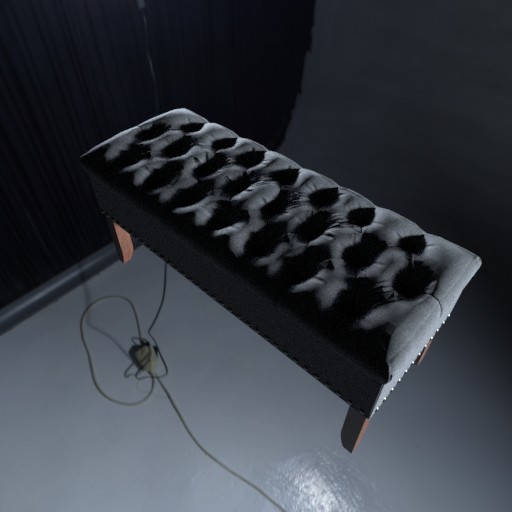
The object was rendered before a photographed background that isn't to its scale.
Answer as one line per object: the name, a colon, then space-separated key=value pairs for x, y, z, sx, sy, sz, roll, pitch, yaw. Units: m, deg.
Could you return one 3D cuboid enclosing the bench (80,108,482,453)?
bench: x=0.000 y=0.000 z=1.305 sx=1.052 sy=0.470 sz=0.417 roll=34 pitch=55 yaw=28
